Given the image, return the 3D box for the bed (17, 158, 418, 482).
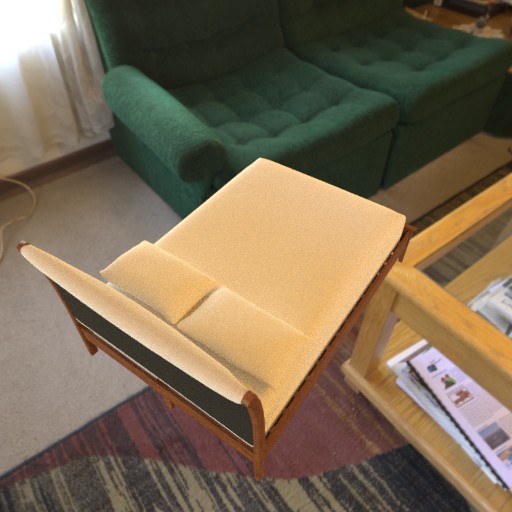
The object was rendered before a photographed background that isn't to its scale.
[{"bbox_3d":[0.000,0.000,3.190,1.612,1.250,2.380,27,53,23],"label":"bed"}]
